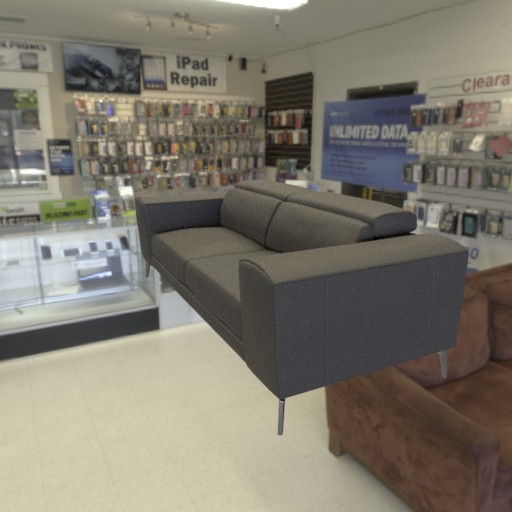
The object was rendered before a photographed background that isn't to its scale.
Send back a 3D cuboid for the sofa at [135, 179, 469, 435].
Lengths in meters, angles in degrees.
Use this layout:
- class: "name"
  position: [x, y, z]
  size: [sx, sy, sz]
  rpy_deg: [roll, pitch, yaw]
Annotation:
- class: "sofa"
  position: [0.000, 0.000, 2.844]
  size: [1.048, 0.814, 2.330]
  rpy_deg: [-8, 17, -26]
